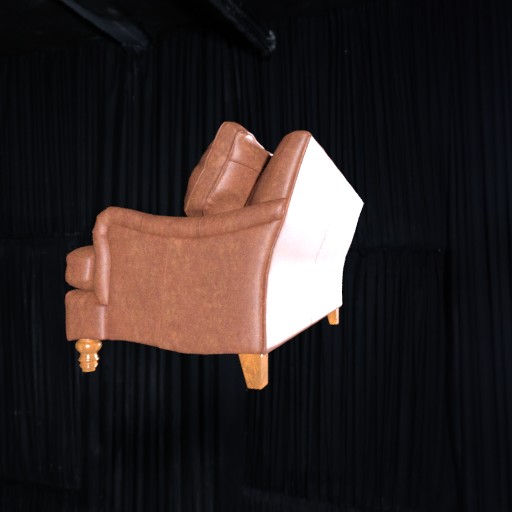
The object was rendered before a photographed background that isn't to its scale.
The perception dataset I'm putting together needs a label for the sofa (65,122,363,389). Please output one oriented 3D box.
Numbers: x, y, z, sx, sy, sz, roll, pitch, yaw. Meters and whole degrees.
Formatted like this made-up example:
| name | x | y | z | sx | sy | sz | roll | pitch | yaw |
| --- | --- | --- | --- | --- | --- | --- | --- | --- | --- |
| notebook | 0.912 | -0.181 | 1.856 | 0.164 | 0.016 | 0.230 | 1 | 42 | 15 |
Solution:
| name | x | y | z | sx | sy | sz | roll | pitch | yaw |
| --- | --- | --- | --- | --- | --- | --- | --- | --- | --- |
| sofa | 0.000 | 0.000 | 2.800 | 1.147 | 1.071 | 2.144 | 0 | -1 | 19 |
